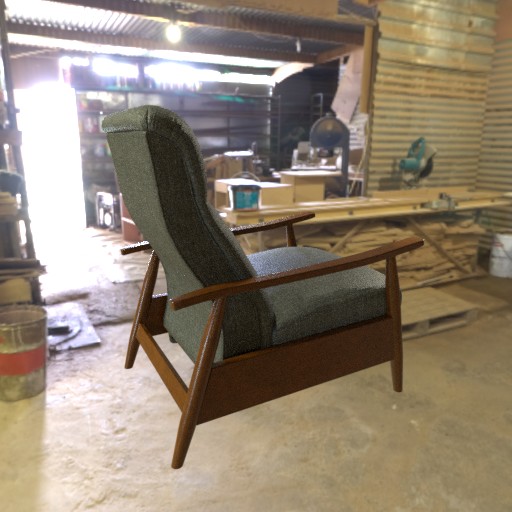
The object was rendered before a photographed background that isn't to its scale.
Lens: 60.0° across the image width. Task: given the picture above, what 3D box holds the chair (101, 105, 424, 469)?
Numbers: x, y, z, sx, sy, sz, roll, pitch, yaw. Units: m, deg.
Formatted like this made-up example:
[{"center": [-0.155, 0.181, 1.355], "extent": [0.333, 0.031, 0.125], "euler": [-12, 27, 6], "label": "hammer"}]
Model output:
[{"center": [0.000, 0.000, 1.762], "extent": [1.030, 1.082, 0.762], "euler": [-8, 16, -27], "label": "chair"}]
